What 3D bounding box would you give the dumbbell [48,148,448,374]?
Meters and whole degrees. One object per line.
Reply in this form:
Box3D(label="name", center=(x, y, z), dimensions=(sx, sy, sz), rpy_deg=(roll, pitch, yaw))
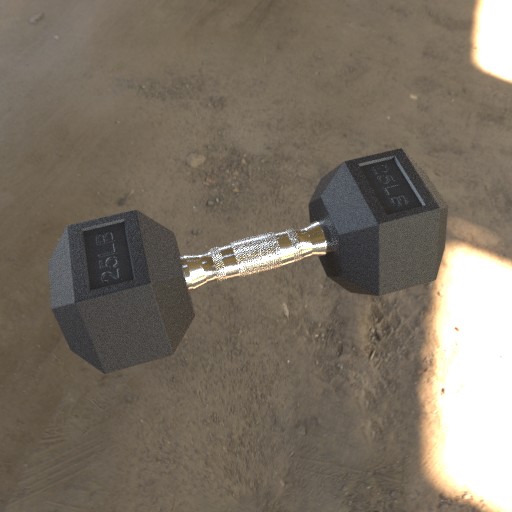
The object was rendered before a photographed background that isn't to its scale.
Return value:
Box3D(label="dumbbell", center=(0.000, 0.000, 0.376), dimensions=(0.315, 0.113, 0.129), rpy_deg=(-14, 60, -9))
